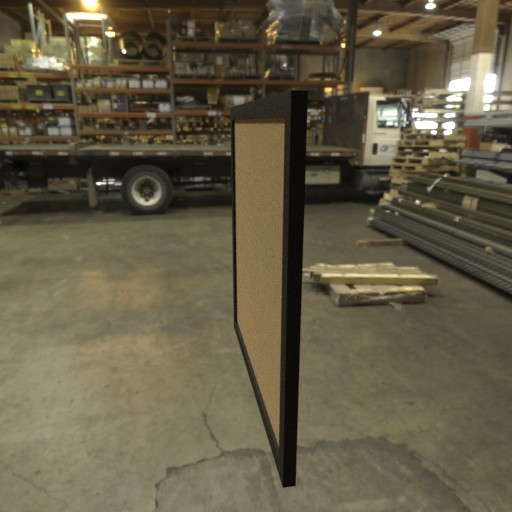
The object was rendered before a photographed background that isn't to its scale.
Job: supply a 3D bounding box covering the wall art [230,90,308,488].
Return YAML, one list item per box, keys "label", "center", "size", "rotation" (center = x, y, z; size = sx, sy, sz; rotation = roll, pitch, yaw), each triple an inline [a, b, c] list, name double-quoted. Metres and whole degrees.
- label: "wall art"
  center: [0.000, 0.000, 0.540]
  size: [0.013, 0.356, 0.356]
  rotation: [-3, 17, -10]
